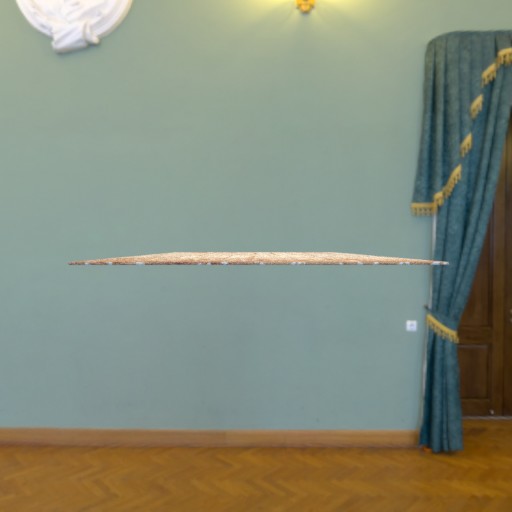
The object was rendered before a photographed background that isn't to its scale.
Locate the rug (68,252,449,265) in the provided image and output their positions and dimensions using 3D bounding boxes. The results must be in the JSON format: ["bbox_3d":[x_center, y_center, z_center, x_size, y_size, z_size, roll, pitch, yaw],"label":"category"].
[{"bbox_3d":[0.000,0.000,2.974,1.517,0.011,2.435,0,1,-1],"label":"rug"}]
